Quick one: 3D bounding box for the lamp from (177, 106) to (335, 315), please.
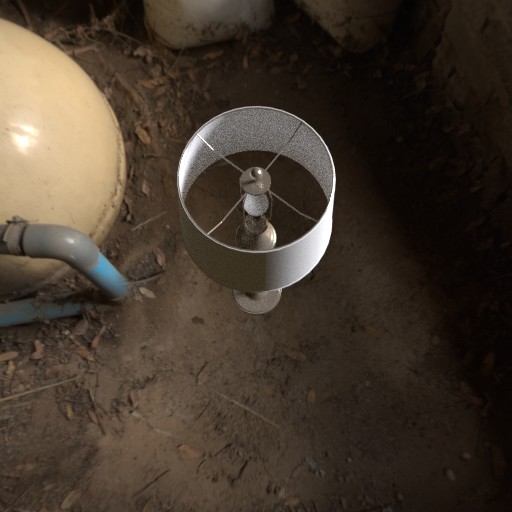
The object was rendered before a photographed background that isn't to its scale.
[{"bbox_3d":[0.000,0.000,1.681,0.431,1.488,0.431,0,76,0],"label":"lamp"}]
